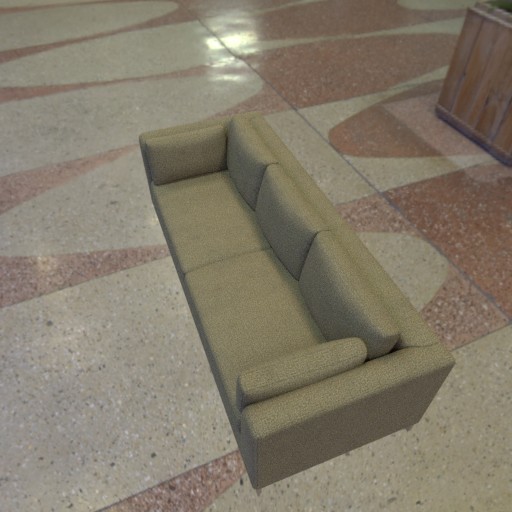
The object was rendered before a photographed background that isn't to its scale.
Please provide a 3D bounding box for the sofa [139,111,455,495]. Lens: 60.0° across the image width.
[{"bbox_3d":[0.000,0.000,2.832,0.969,0.867,2.415,-15,48,-14],"label":"sofa"}]
